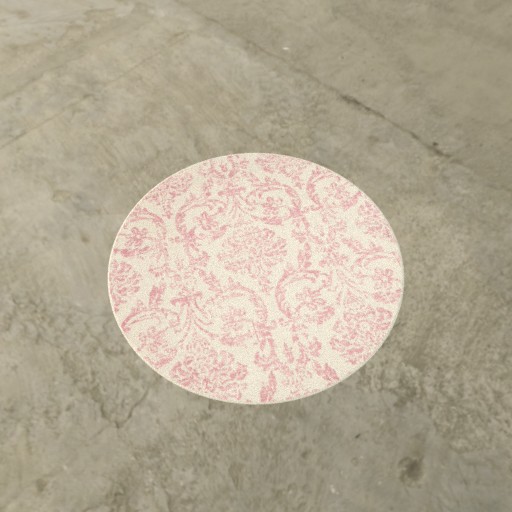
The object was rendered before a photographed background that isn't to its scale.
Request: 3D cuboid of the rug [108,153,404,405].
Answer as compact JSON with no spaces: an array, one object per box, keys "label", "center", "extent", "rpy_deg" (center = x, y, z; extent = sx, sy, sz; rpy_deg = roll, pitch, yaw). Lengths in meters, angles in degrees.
[{"label":"rug","center":[0.000,0.000,2.420],"extent":[1.593,0.012,1.593],"rpy_deg":[0,57,0]}]
